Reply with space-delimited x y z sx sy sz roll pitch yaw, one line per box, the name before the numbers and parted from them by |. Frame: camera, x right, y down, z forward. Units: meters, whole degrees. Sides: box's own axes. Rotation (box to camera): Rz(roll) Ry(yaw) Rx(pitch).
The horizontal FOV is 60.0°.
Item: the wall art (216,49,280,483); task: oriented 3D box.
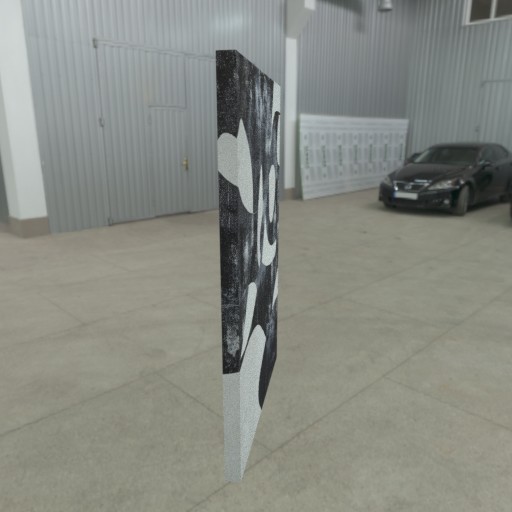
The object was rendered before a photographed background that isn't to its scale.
wall art | 0.000 0.000 1.190 0.041 0.915 0.610 3 15 10
